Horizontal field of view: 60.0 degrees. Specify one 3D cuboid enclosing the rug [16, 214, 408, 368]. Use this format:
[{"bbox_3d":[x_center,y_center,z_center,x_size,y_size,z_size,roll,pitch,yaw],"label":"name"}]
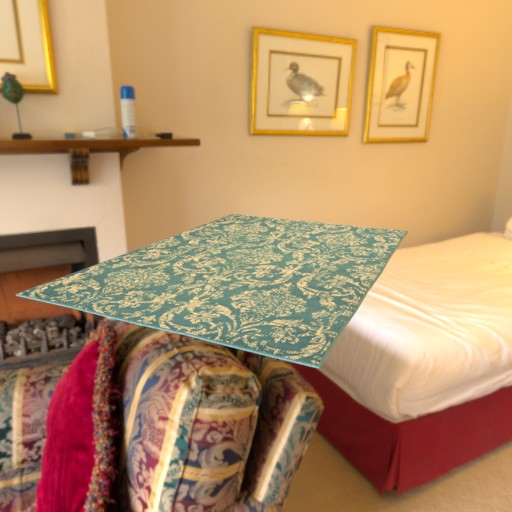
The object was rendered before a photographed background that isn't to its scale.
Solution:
[{"bbox_3d":[0.000,0.000,2.797,1.554,0.012,2.205,8,19,25],"label":"rug"}]
